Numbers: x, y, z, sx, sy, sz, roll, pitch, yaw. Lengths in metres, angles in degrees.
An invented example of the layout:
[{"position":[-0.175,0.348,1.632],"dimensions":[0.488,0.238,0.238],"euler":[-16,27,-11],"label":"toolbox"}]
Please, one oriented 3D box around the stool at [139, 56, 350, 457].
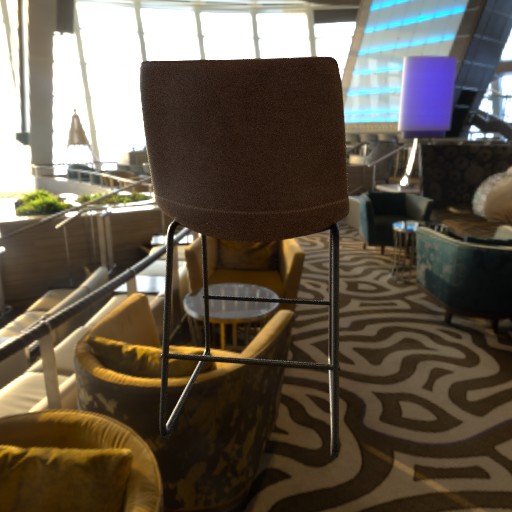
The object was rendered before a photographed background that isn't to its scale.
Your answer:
[{"position":[0.000,0.000,1.169],"dimensions":[0.460,0.890,0.550],"euler":[2,16,8],"label":"stool"}]
